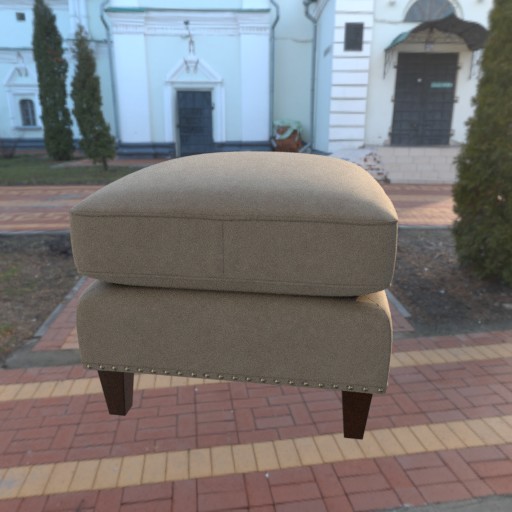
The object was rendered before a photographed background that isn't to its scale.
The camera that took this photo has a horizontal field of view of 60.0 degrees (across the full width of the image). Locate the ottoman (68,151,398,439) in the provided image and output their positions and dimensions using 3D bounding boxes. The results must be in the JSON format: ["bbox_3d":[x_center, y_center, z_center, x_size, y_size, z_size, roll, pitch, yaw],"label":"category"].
[{"bbox_3d":[0.000,0.000,1.126,0.584,0.513,0.741,2,17,8],"label":"ottoman"}]
